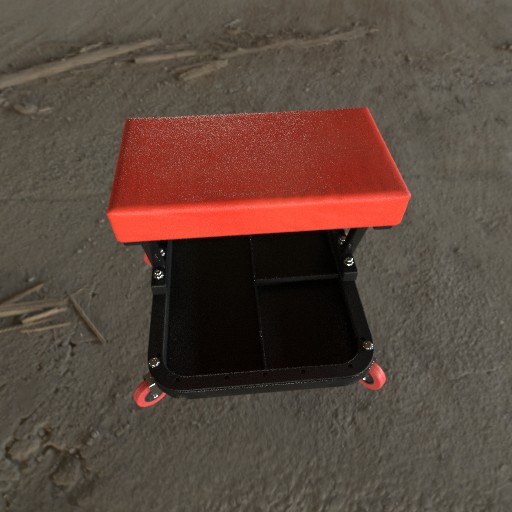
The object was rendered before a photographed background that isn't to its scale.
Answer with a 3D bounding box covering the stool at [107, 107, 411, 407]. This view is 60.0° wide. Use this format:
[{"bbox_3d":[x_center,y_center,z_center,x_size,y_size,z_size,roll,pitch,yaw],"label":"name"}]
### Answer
[{"bbox_3d":[0.000,0.000,0.725,0.446,0.380,0.371,-4,48,-3],"label":"stool"}]
